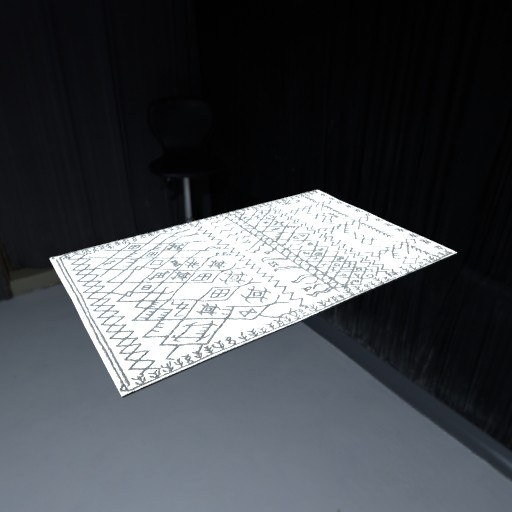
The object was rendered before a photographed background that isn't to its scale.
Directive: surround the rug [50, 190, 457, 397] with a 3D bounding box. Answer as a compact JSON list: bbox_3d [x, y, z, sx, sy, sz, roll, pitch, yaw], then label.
[{"bbox_3d":[0.000,0.000,3.129,2.444,0.012,1.530,-18,34,-29],"label":"rug"}]
